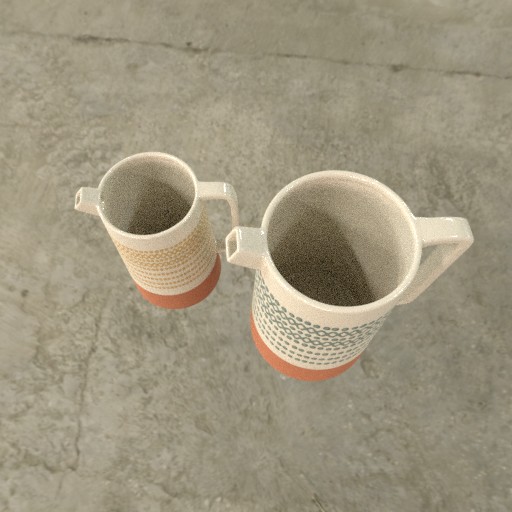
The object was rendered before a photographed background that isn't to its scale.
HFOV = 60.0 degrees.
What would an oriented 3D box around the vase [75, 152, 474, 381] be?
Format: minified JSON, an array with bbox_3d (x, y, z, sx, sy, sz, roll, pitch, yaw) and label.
[{"bbox_3d":[0.000,0.000,0.458,0.326,0.247,0.168,32,69,14],"label":"vase"}]
